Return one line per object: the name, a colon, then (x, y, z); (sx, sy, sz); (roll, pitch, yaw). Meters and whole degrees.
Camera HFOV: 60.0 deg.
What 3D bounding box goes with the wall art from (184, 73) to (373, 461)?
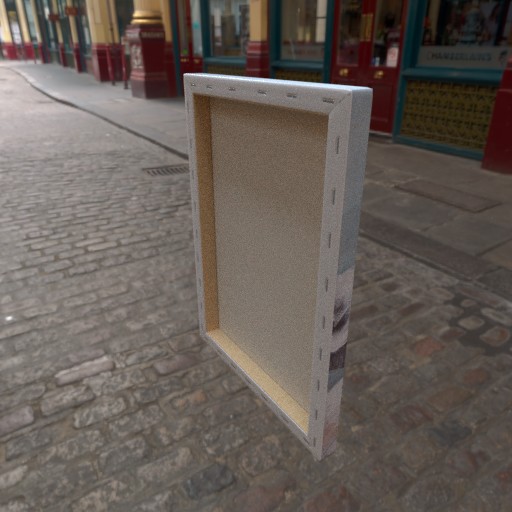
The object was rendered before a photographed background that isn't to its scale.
wall art: (0.000, 0.000, 0.825); (0.037, 0.613, 0.455); (-16, 29, -30)
